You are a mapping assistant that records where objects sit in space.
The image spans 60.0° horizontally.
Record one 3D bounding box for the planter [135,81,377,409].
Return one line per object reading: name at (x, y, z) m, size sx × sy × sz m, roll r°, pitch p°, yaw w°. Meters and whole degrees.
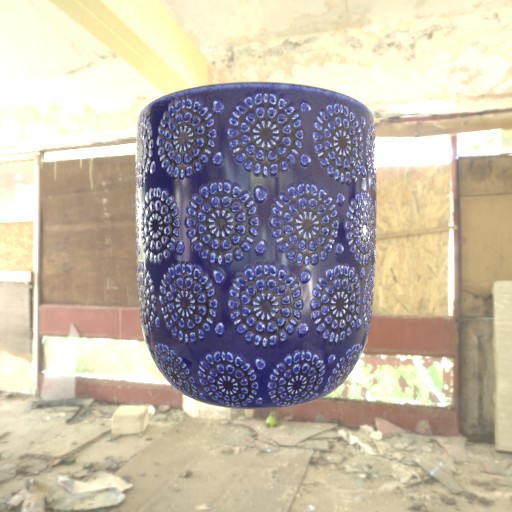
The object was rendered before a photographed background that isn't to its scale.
planter at (0.000, 0.000, 0.350) m, size 0.184 × 0.206 × 0.184 m, roll 0°, pitch -1°, yaw 0°
